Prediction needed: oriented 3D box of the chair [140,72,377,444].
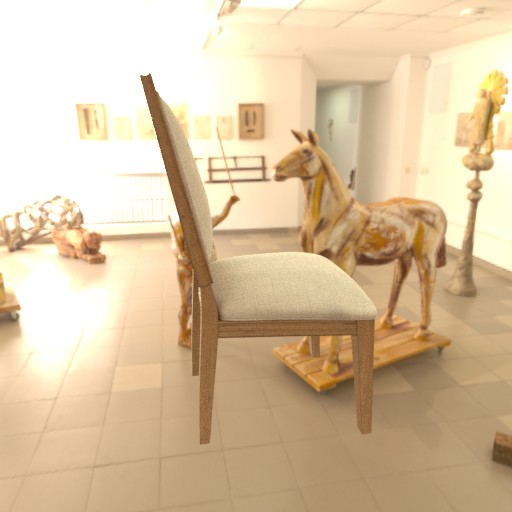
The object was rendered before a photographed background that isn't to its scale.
[{"bbox_3d":[0.000,0.000,1.356,0.601,0.988,0.536,-3,17,-11],"label":"chair"}]
